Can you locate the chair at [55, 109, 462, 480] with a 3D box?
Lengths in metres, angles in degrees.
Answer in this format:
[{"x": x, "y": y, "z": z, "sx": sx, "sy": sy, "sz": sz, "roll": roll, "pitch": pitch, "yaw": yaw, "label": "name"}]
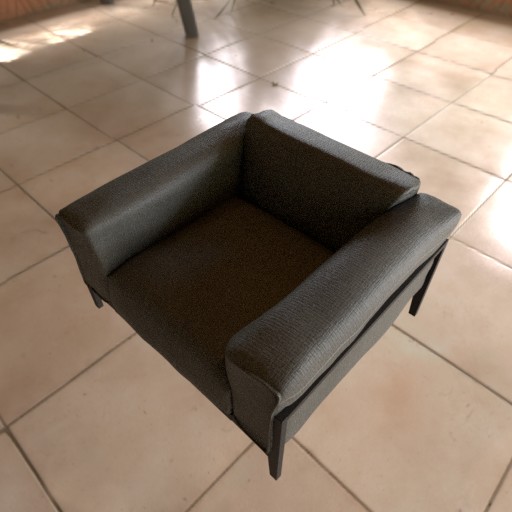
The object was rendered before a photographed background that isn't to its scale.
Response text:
[{"x": 0.000, "y": 0.000, "z": 1.660, "sx": 1.056, "sy": 0.646, "sz": 0.969, "roll": 34, "pitch": 55, "yaw": 28, "label": "chair"}]
